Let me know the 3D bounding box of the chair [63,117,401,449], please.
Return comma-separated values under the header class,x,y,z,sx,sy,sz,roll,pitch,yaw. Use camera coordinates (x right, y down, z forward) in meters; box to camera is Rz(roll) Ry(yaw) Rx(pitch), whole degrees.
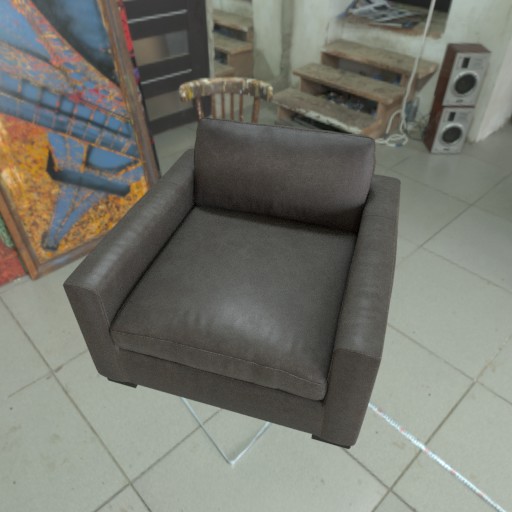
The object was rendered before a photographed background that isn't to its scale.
class,x,y,z,sx,sy,sz,roll,pitch,yaw
chair,0.000,0.000,1.850,1.106,0.807,1.080,11,41,13
